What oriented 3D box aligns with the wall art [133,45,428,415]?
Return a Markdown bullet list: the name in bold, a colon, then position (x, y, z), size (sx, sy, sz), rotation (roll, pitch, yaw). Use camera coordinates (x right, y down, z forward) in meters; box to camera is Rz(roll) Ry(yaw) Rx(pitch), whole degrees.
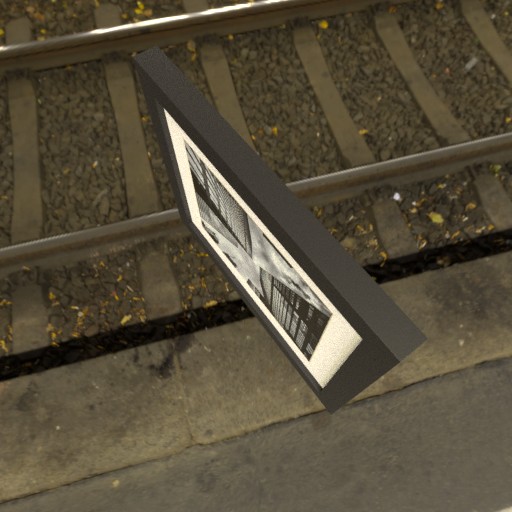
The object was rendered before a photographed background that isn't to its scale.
- **wall art**: position (0.000, 0.000, 0.527), size (0.028, 0.321, 0.381), rotation (-34, 69, -15)
